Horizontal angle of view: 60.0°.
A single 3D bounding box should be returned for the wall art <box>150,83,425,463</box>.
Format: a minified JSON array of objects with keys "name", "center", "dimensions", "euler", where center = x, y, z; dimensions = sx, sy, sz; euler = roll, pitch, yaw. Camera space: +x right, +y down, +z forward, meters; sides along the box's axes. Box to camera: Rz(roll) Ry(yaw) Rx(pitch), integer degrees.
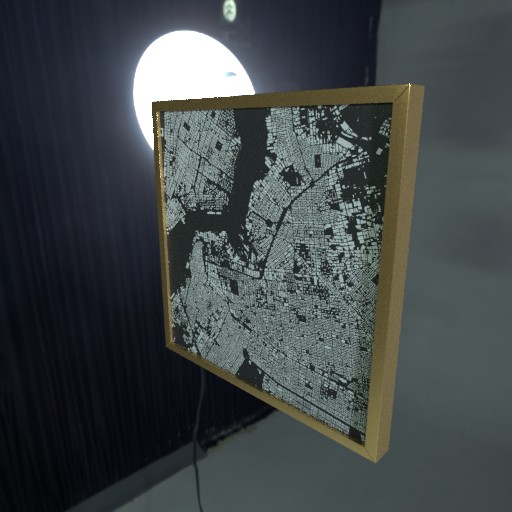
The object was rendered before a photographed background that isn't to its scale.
[{"name":"wall art","center":[0.000,0.000,0.446],"dimensions":[0.305,0.305,0.023],"euler":[15,22,41]}]
